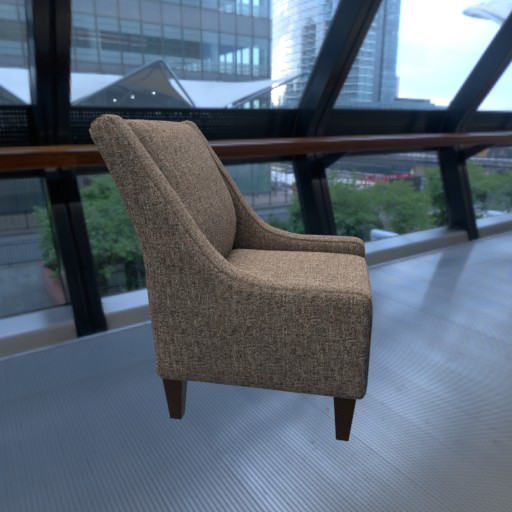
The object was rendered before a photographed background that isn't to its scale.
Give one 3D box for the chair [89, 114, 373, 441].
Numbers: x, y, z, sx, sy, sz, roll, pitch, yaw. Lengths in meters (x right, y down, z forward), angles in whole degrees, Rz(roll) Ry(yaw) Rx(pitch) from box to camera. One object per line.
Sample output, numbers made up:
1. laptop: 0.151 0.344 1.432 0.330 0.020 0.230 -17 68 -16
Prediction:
1. chair: 0.000 0.000 1.699 0.870 1.014 0.774 3 16 11
